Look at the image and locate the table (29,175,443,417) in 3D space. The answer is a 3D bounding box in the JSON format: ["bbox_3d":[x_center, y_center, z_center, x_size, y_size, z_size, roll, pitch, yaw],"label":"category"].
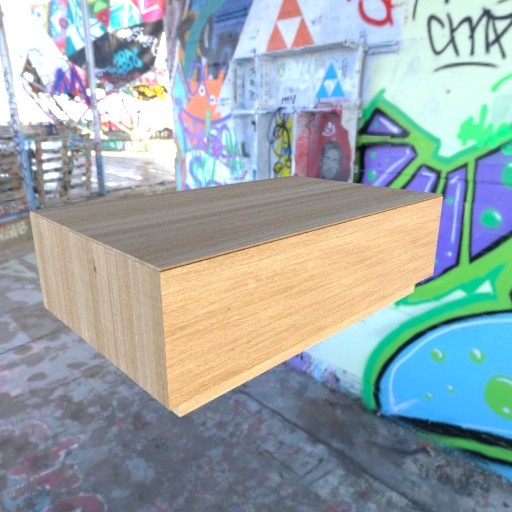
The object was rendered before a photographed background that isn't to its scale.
[{"bbox_3d":[0.000,0.000,1.426,1.110,0.353,0.678,-16,24,-41],"label":"table"}]
